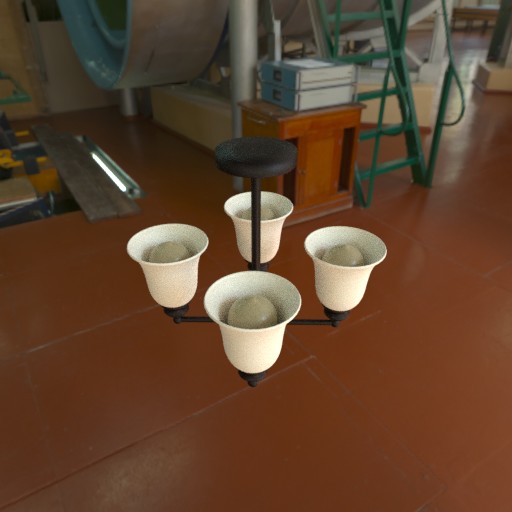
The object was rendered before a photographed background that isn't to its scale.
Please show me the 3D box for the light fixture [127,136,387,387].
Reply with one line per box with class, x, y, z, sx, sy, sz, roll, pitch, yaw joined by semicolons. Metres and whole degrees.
light fixture;0.000;0.000;1.868;1.069;0.925;1.069;1;32;2
